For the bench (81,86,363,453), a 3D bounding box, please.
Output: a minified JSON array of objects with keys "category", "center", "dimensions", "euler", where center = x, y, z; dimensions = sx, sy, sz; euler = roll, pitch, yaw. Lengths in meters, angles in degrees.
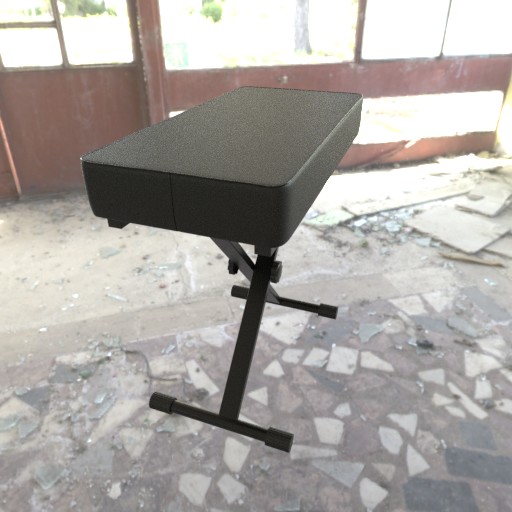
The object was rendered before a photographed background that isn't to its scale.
[{"category":"bench","center":[0.000,0.000,0.921],"dimensions":[0.300,0.561,0.600],"euler":[11,32,18]}]
